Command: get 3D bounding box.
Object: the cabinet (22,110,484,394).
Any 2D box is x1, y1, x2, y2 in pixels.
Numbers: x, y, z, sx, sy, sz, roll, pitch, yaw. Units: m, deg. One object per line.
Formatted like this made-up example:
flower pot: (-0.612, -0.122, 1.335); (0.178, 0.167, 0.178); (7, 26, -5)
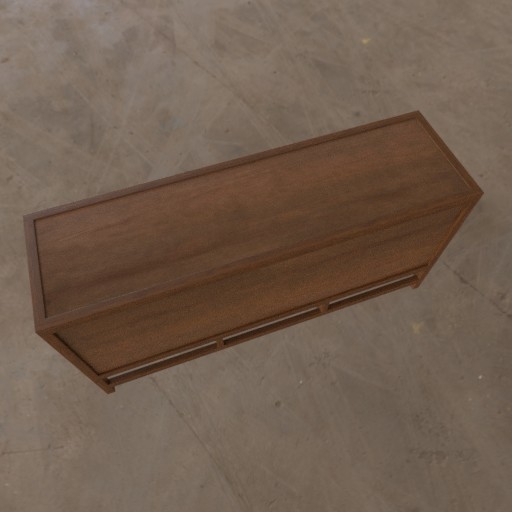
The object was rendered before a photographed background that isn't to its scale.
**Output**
cabinet: (0.000, 0.000, 2.061); (1.708, 0.820, 0.522); (-17, 61, -10)
